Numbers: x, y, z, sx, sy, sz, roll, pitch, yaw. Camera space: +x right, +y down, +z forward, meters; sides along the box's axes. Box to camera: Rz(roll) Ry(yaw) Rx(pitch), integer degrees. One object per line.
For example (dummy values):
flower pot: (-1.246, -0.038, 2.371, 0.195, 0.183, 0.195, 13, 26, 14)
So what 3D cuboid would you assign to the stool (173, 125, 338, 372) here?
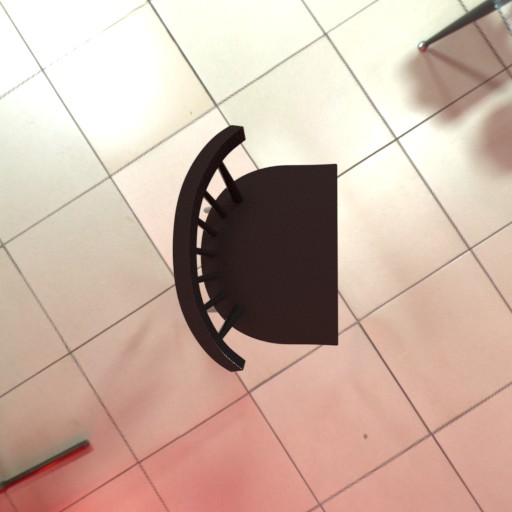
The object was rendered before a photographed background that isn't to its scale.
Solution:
stool: (0.000, 0.000, 1.343, 0.483, 1.092, 0.482, 0, 88, 2)
